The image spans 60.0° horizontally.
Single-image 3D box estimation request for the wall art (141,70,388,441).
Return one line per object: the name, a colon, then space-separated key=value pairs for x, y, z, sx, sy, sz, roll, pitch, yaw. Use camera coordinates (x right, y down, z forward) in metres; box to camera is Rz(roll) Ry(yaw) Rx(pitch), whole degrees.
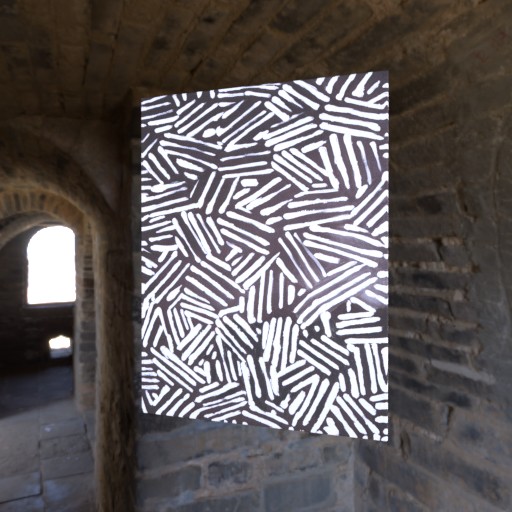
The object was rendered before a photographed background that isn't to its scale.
wall art: x=0.000 y=0.000 z=1.339 sx=0.765 sy=1.017 sz=0.038 roll=0 pitch=0 yaw=17
